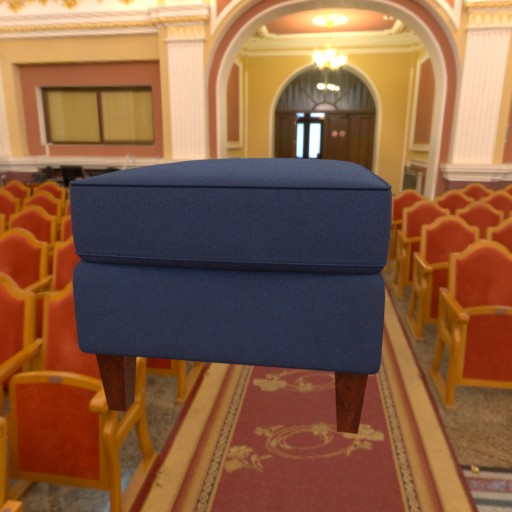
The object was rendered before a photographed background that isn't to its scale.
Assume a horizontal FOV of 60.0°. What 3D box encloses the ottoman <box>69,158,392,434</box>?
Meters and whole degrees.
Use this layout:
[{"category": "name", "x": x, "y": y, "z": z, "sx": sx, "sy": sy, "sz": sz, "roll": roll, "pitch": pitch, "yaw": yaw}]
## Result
[{"category": "ottoman", "x": 0.000, "y": 0.000, "z": 1.378, "sx": 0.686, "sy": 0.584, "sz": 0.965, "roll": 2, "pitch": 14, "yaw": 9}]
